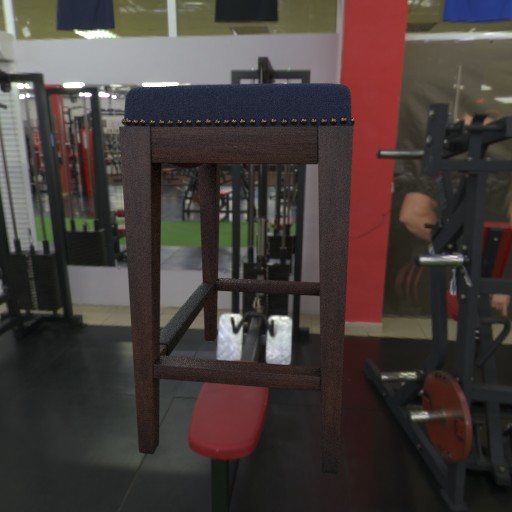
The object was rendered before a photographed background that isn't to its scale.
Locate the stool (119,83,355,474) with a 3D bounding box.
[{"bbox_3d":[0.000,0.000,0.944,0.361,0.642,0.500,2,15,8],"label":"stool"}]
